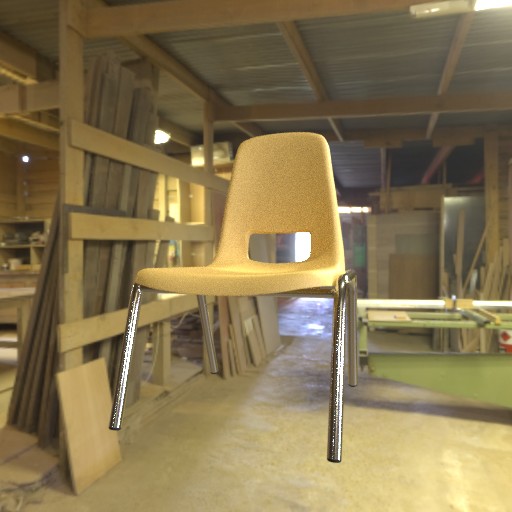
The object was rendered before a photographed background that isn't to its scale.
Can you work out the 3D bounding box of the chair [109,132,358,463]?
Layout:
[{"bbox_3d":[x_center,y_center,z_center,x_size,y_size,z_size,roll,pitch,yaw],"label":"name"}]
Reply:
[{"bbox_3d":[0.000,0.000,0.801,0.354,0.536,0.385,0,0,18],"label":"chair"}]
